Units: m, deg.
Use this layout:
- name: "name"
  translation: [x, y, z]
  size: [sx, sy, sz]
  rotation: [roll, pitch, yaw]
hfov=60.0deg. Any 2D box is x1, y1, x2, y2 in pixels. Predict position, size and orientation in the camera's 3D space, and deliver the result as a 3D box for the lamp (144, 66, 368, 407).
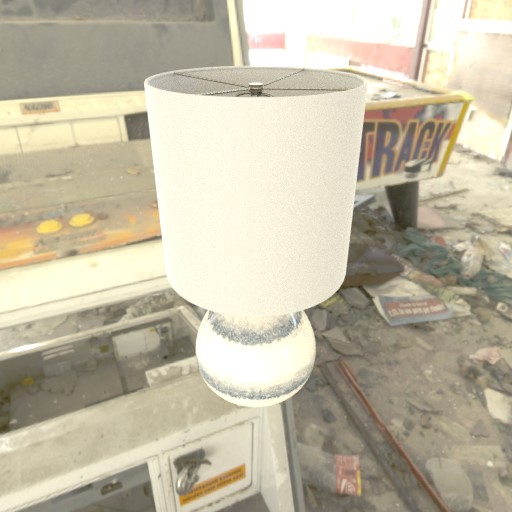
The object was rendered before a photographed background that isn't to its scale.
- name: "lamp"
  translation: [0.000, 0.000, 0.538]
  size: [0.216, 0.404, 0.216]
  rotation: [1, 29, 1]
